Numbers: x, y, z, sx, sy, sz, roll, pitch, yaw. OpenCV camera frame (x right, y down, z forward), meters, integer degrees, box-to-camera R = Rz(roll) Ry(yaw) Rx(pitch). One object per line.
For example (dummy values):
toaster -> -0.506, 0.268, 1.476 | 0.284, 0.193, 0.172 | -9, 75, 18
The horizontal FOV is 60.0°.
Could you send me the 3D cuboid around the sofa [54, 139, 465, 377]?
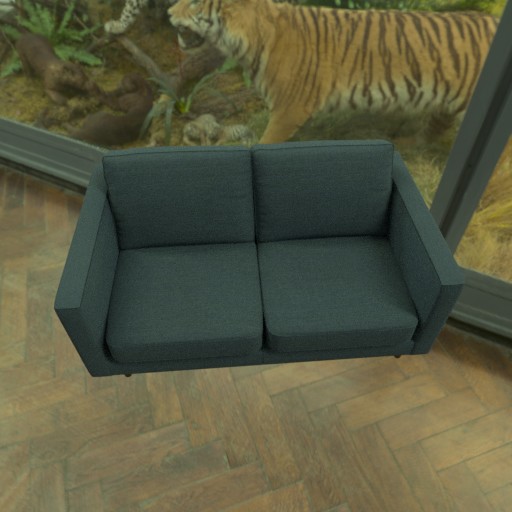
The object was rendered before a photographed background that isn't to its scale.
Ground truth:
sofa -> 0.000, 0.000, 2.258 | 1.659, 0.907, 0.999 | -3, 47, -3
